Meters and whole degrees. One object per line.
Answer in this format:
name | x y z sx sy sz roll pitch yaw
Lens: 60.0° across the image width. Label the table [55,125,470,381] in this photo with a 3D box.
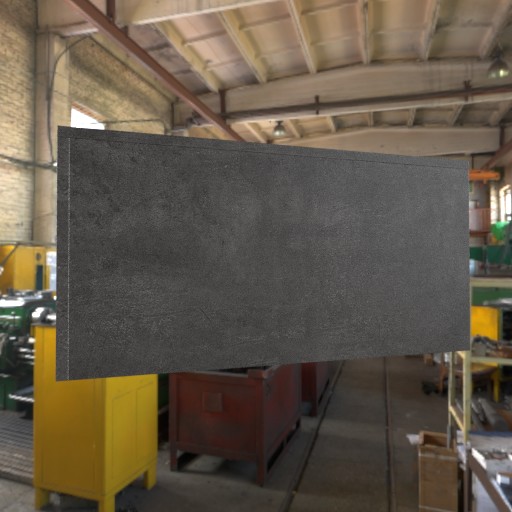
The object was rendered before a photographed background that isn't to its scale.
table | 0.000 0.000 0.901 0.700 0.350 0.400 0 -1 -18
